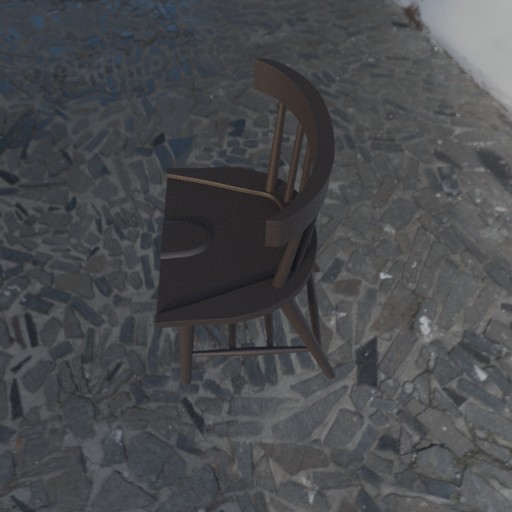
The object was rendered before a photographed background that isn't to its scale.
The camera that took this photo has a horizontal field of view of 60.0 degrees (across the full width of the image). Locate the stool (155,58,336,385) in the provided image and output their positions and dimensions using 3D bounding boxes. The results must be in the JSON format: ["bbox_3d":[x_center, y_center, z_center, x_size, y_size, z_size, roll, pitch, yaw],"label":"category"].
[{"bbox_3d":[0.000,0.000,1.284,0.549,0.953,0.494,-2,58,-1],"label":"stool"}]
